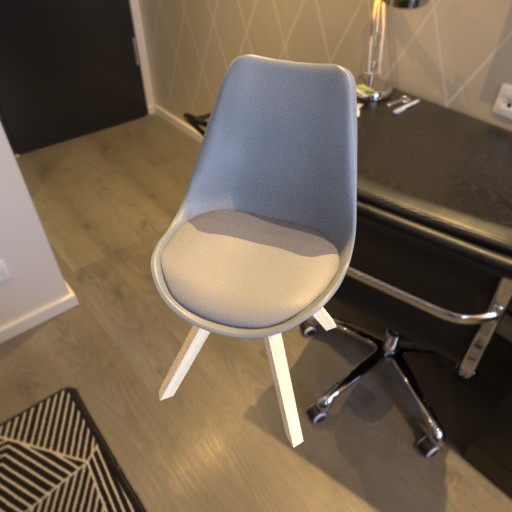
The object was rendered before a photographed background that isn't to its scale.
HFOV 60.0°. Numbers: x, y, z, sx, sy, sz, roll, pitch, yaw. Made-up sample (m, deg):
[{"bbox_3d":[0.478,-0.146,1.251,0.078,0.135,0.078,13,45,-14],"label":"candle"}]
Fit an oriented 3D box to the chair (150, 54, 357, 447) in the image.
[{"bbox_3d":[0.000,0.000,1.174,0.485,0.850,0.550,14,44,15],"label":"chair"}]
